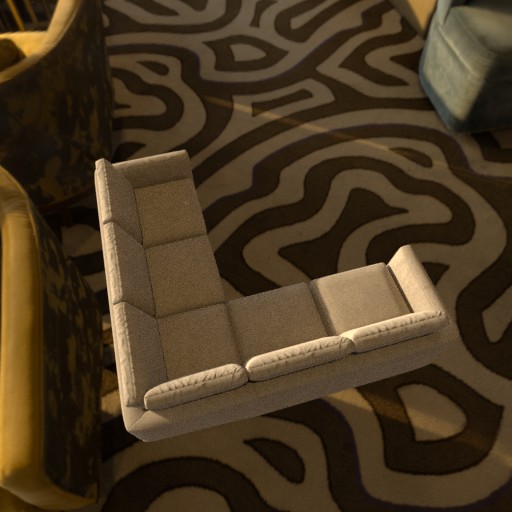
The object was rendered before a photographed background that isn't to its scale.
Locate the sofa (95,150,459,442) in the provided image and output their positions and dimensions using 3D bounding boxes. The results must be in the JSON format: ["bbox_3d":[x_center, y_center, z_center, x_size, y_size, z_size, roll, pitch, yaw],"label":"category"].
[{"bbox_3d":[0.000,0.000,3.802,2.438,0.864,2.438,-13,58,-8],"label":"sofa"}]
